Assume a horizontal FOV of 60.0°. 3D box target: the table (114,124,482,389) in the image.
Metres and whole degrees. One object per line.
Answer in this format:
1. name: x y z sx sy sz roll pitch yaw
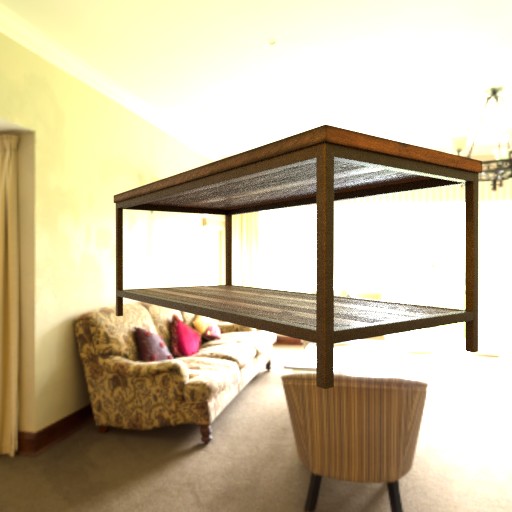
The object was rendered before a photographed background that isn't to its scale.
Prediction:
1. table: 0.000 0.000 1.196 0.452 0.399 0.990 0 0 -36
